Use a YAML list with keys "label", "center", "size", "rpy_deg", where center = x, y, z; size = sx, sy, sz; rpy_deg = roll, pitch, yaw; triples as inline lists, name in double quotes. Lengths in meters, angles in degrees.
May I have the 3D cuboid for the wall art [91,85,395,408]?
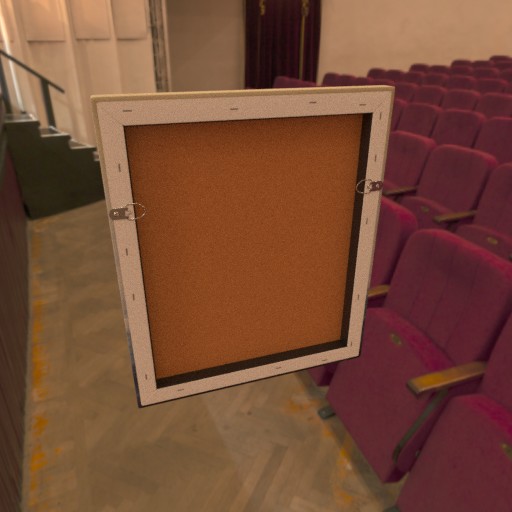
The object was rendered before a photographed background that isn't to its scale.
- label: "wall art"
  center: [0.000, 0.000, 1.010]
  size: [0.608, 0.710, 0.041]
  rpy_deg: [-8, 27, -17]
